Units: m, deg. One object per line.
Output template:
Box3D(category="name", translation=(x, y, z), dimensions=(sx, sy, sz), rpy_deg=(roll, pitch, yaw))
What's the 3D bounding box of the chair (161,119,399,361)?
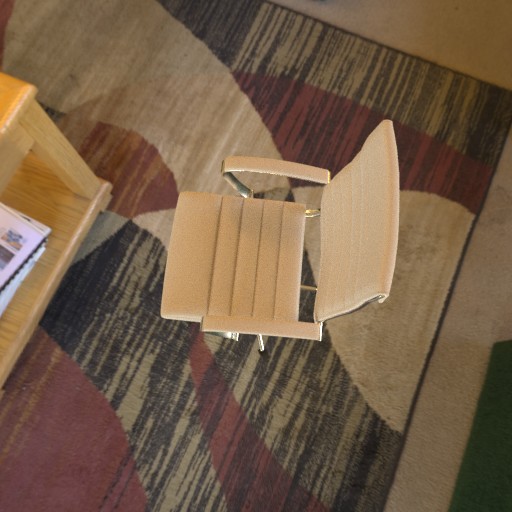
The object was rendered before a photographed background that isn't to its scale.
Box3D(category="chair", translation=(0.000, 0.000, 1.573), dimensions=(0.667, 1.149, 0.679), rpy_deg=(5, 75, 1))
